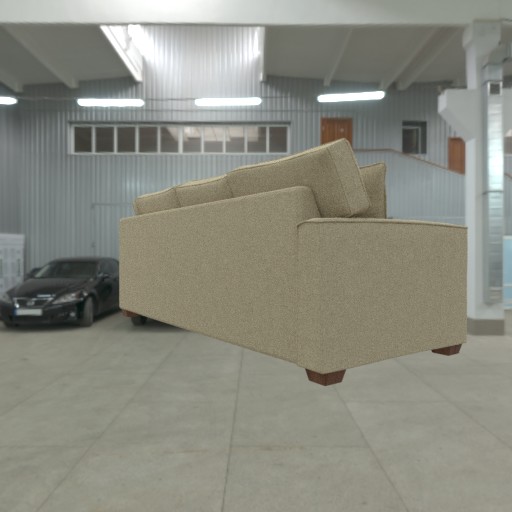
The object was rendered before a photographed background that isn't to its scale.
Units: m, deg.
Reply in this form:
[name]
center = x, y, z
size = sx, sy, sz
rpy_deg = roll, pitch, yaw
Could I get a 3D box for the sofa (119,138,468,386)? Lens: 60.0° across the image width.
[sofa]
center = 0.000, 0.000, 2.859
size = 1.061, 0.962, 2.317
rpy_deg = 0, 1, -35
